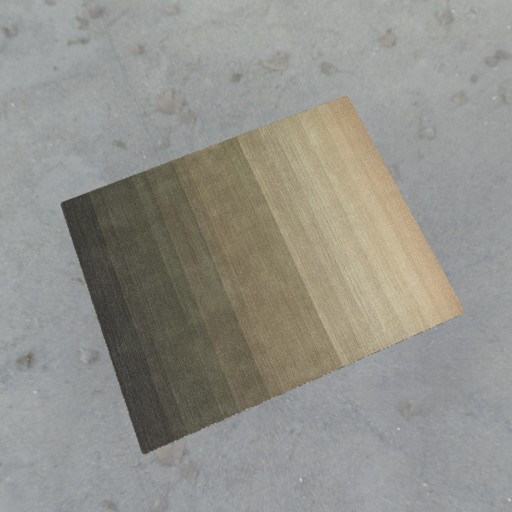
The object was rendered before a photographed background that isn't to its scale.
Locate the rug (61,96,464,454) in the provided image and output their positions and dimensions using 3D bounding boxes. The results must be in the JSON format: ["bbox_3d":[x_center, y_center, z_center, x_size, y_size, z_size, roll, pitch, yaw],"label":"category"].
[{"bbox_3d":[0.000,0.000,3.896,2.902,0.017,2.305,-22,76,-6],"label":"rug"}]
